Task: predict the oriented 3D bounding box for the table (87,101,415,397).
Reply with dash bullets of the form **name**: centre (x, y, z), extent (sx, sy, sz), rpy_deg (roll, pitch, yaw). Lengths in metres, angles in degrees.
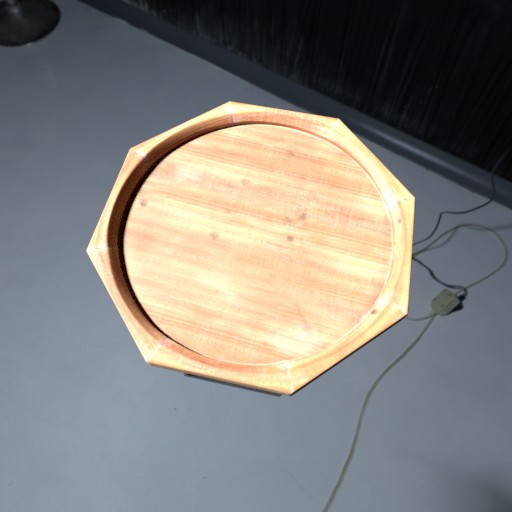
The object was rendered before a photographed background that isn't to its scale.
- **table**: centre (0.000, 0.000, 1.525), extent (1.002, 0.444, 1.002), rpy_deg (0, 64, 0)
